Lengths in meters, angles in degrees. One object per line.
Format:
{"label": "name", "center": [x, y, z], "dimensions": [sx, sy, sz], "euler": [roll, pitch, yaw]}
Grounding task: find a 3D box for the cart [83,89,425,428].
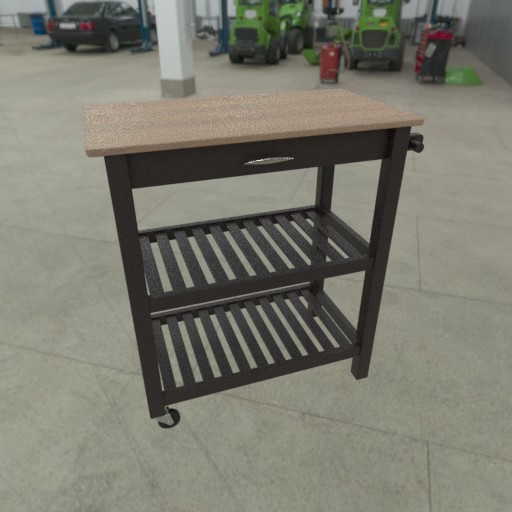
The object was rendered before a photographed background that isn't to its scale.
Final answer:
{"label": "cart", "center": [0.000, 0.000, 1.456], "dimensions": [0.899, 0.927, 0.457], "euler": [-10, 32, -16]}
